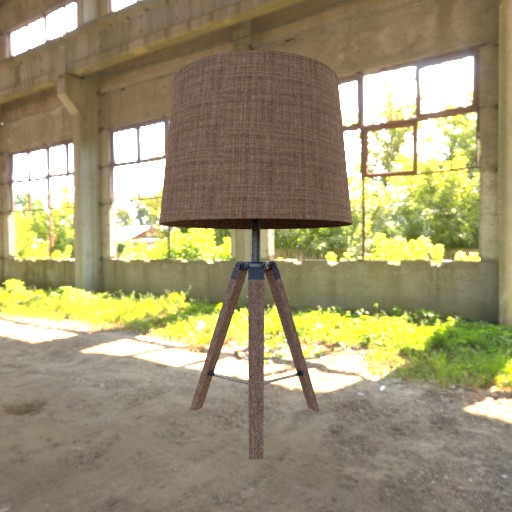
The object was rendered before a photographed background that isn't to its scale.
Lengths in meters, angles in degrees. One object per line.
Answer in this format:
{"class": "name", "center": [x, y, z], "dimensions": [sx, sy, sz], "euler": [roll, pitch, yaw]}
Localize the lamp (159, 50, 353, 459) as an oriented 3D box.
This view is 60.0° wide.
{"class": "lamp", "center": [0.000, 0.000, 0.677], "dimensions": [0.290, 0.514, 0.290], "euler": [0, 1, 0]}
